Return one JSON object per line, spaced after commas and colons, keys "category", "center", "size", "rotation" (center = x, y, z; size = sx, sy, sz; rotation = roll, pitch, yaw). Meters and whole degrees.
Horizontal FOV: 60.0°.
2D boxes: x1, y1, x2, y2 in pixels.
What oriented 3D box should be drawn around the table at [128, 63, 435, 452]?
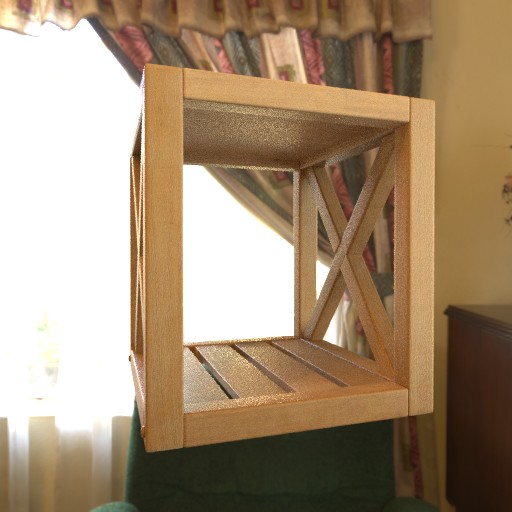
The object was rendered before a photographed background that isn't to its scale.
{"category": "table", "center": [0.000, 0.000, 1.039], "size": [0.558, 0.610, 0.559], "rotation": [0, 1, -18]}
